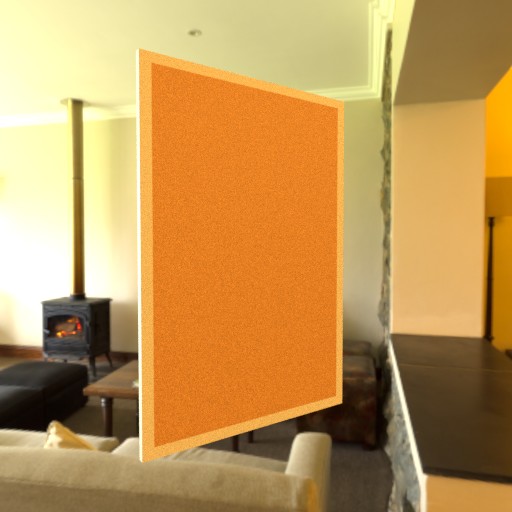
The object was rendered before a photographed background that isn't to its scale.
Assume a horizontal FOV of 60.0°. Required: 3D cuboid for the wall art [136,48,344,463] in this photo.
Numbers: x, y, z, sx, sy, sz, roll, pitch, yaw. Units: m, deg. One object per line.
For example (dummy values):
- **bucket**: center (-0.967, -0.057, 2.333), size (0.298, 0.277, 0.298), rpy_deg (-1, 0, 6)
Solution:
- **wall art**: center (0.000, 0.000, 0.838), size (0.456, 0.656, 0.013), rpy_deg (-1, 2, -35)
